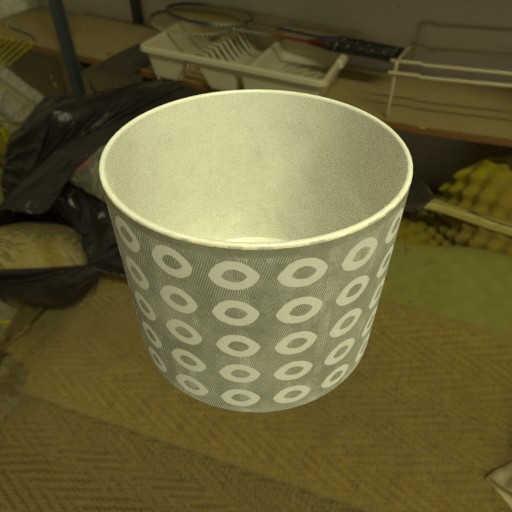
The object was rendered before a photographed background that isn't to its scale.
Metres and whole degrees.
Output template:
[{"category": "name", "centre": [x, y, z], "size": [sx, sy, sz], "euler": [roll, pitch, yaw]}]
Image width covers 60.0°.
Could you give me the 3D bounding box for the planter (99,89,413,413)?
[{"category": "planter", "centre": [0.000, 0.000, 0.336], "size": [0.190, 0.181, 0.190], "euler": [0, 42, 0]}]
